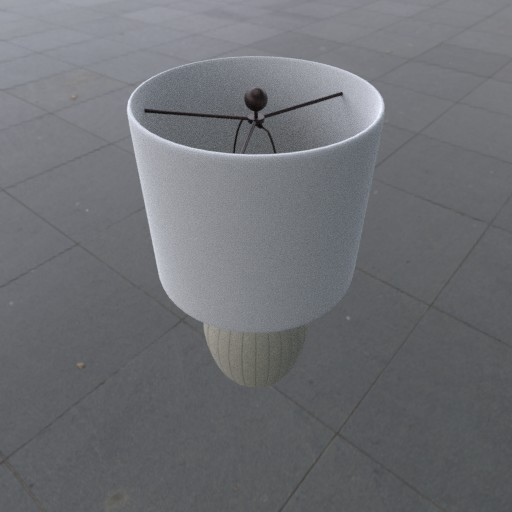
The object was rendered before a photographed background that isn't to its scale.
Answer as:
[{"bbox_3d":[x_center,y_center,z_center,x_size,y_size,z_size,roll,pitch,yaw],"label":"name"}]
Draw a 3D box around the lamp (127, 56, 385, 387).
[{"bbox_3d":[0.000,0.000,0.753,0.329,0.570,0.329,-25,47,-26],"label":"lamp"}]
